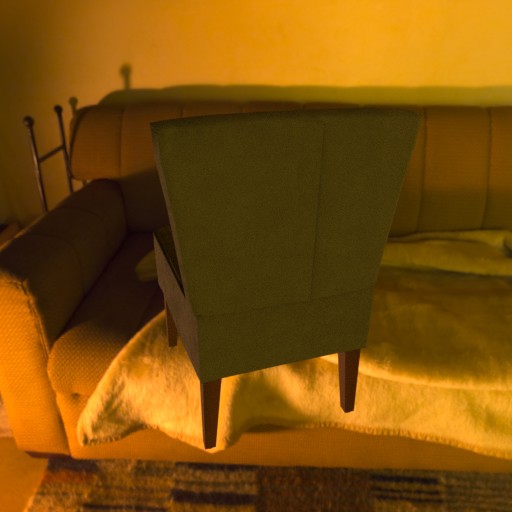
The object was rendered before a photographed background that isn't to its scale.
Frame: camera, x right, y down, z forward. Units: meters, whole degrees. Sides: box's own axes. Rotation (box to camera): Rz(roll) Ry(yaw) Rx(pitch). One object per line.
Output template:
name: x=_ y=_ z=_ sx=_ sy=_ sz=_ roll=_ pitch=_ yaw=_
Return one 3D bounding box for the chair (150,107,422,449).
chair: x=0.000 y=0.000 z=1.185 sx=0.521 sy=0.806 sz=0.554 roll=-8 pitch=27 yaw=-16
